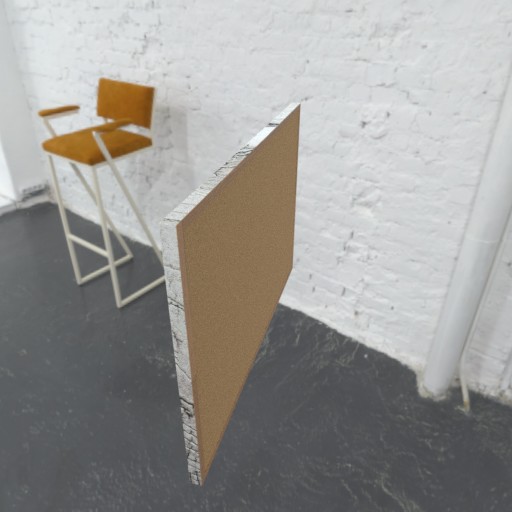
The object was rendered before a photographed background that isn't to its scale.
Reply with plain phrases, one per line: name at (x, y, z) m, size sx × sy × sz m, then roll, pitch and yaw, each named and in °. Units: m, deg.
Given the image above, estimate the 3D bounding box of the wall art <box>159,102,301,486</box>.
wall art at (0.000, 0.000, 1.454) m, size 0.035 × 0.758 × 1.141 m, roll 8°, pitch 31°, yaw 14°
